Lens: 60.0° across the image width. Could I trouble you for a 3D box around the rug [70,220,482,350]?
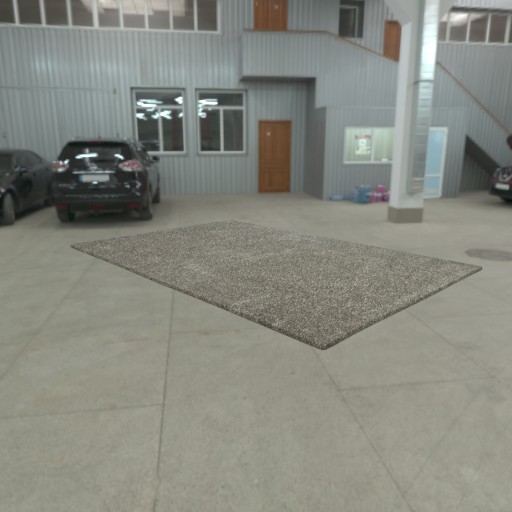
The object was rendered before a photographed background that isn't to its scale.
[{"bbox_3d":[0.000,0.000,3.433,1.802,0.026,2.699,-13,20,-42],"label":"rug"}]
